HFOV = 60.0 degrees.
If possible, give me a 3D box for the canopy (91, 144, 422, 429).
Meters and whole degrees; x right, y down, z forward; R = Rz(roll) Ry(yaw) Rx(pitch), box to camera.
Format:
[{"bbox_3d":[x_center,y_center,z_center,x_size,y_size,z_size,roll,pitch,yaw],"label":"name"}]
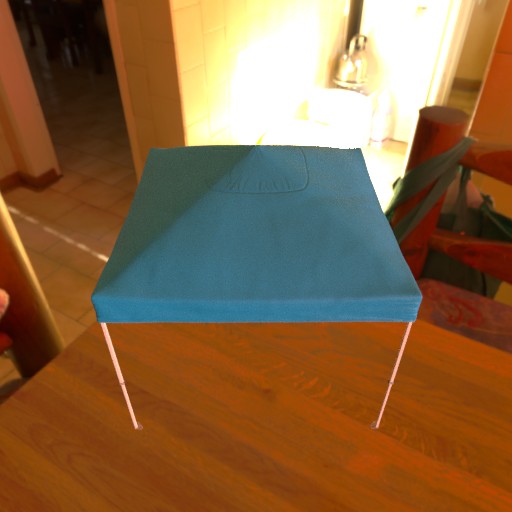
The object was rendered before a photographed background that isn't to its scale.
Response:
[{"bbox_3d":[0.000,0.000,5.573,2.998,2.997,2.996,0,40,0],"label":"canopy"}]
